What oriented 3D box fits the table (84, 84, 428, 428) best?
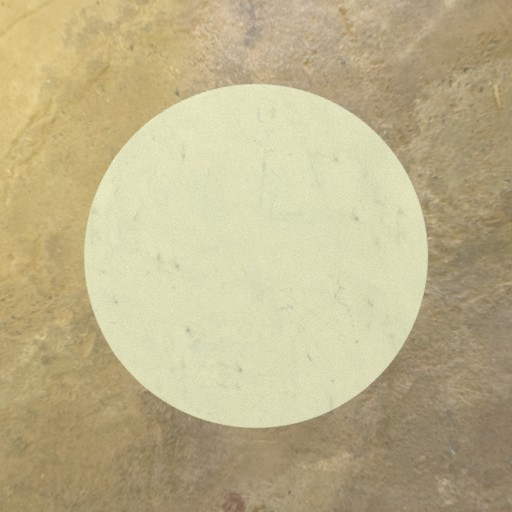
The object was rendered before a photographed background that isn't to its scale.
[{"bbox_3d":[0.000,0.000,1.253,0.800,0.450,0.800,0,90,0],"label":"table"}]
